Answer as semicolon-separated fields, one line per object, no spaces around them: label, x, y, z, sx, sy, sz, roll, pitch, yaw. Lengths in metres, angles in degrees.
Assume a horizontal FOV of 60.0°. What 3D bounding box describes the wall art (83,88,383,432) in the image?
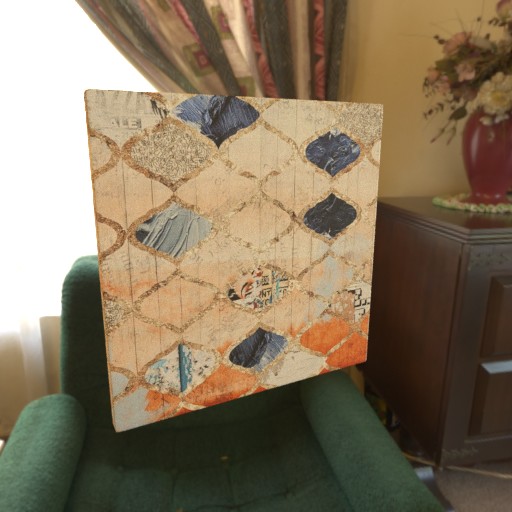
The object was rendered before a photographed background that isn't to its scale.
wall art;0.000;0.000;1.355;0.912;0.914;0.039;-7;16;-27
